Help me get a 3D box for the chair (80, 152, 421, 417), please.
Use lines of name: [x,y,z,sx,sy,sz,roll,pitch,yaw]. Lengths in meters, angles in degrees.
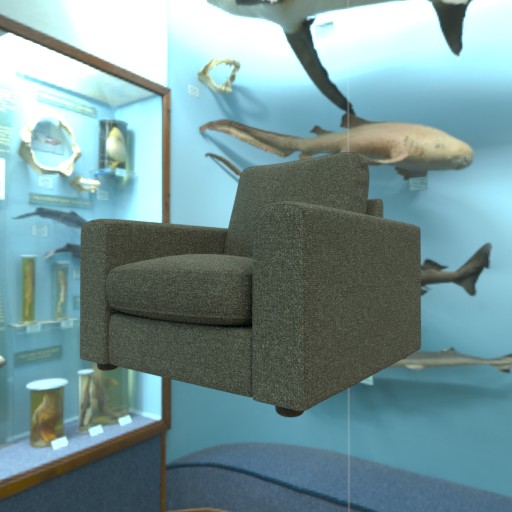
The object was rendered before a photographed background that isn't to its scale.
chair: [0.000,0.000,1.776,1.005,0.873,1.016,0,-1,37]
